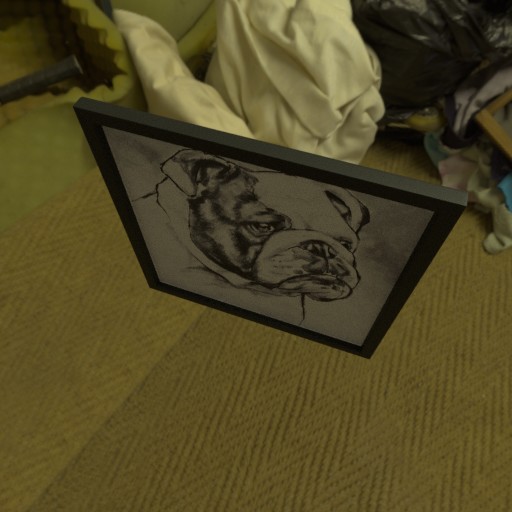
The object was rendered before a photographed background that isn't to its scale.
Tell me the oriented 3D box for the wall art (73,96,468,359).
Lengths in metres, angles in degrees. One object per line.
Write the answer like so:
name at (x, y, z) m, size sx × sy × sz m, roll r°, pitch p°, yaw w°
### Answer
wall art at (0.000, 0.000, 0.681) m, size 0.456 × 0.453 × 0.022 m, roll 17°, pitch 59°, yaw 10°
